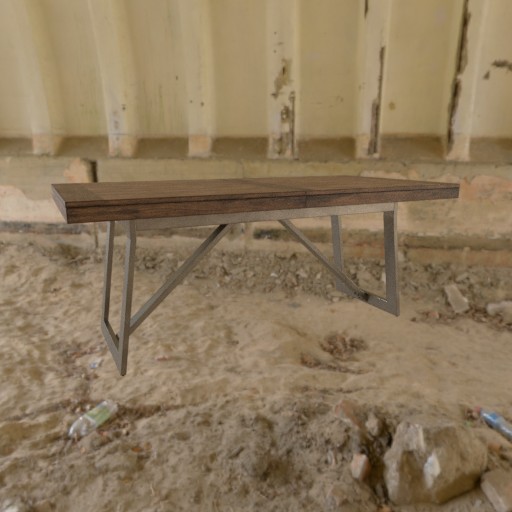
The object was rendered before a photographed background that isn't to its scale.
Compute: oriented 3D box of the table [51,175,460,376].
[{"bbox_3d":[0.000,0.000,2.347,1.867,0.757,0.931,-7,15,-26],"label":"table"}]
